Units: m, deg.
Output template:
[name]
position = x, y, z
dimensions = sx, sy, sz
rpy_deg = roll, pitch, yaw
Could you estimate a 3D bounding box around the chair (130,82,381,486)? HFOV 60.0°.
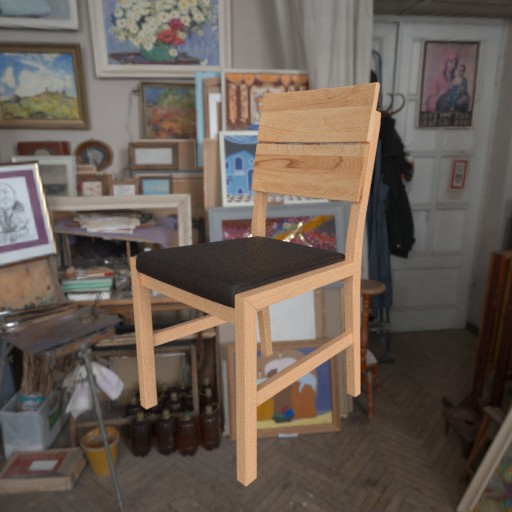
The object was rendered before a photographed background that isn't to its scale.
[chair]
position = 0.000, 0.000, 1.284
dimensions = 0.560, 0.950, 0.475
rpy_deg = -14, 20, -43
